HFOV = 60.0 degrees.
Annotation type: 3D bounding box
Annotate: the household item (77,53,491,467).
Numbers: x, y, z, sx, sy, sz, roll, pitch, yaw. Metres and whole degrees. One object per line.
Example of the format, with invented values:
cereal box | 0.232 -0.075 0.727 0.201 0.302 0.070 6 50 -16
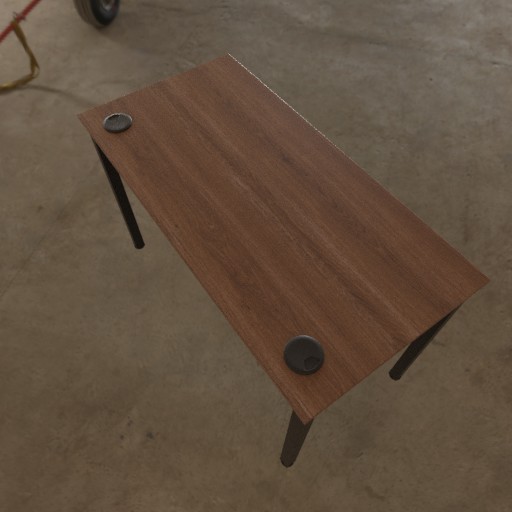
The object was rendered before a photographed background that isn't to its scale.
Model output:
household item | 0.000 0.000 1.598 0.600 0.750 1.200 -31 62 -19
